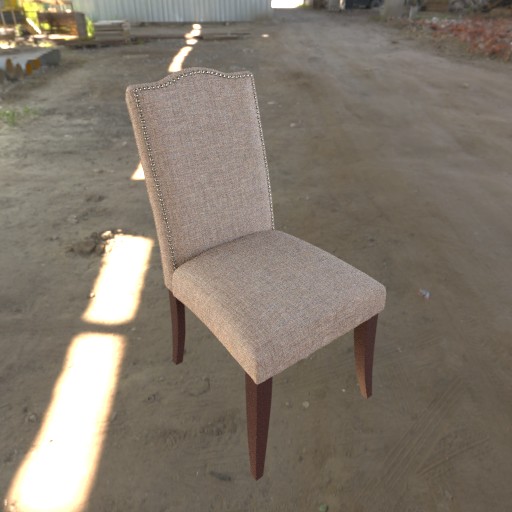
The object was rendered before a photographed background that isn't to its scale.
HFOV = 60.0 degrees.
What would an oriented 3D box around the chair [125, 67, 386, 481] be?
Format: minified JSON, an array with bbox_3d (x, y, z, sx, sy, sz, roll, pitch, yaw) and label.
[{"bbox_3d":[0.000,0.000,1.373,0.513,1.016,0.660,-22,37,-32],"label":"chair"}]
